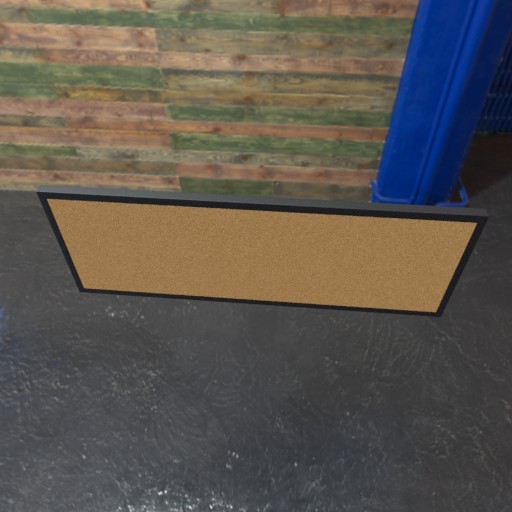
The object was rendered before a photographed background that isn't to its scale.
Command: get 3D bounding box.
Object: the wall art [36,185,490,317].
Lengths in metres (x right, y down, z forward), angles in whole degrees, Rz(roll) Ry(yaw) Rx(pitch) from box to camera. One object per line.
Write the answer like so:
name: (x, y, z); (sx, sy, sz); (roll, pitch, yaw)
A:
wall art: (0.000, 0.000, 1.740); (1.572, 0.554, 0.041); (4, 45, 4)
